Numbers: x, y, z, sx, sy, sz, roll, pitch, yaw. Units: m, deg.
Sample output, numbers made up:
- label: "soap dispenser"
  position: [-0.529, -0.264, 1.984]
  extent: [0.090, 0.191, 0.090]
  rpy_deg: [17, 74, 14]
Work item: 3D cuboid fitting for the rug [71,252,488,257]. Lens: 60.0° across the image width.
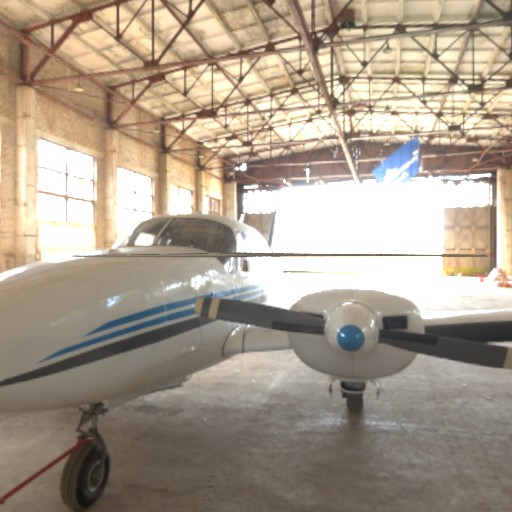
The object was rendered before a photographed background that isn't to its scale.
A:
- label: "rug"
  position: [0.000, 0.000, 4.094]
  extent: [2.466, 0.021, 3.049]
  rpy_deg: [0, 0, -37]
